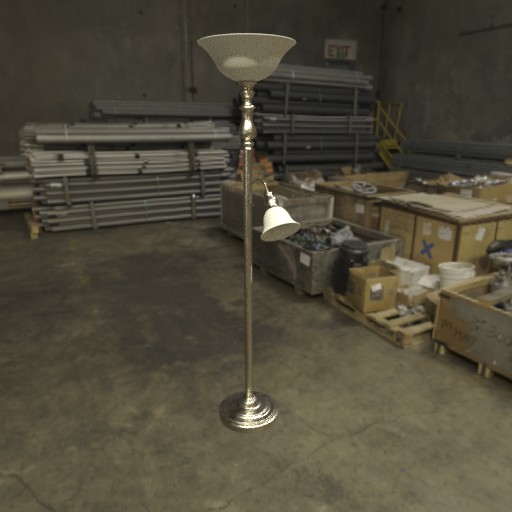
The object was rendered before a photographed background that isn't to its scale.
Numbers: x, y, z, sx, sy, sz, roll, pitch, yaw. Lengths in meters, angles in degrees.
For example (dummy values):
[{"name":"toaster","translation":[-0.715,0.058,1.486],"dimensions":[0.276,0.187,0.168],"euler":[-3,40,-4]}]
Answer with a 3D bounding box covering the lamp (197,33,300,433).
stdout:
[{"name":"lamp","translation":[0.000,0.000,2.008],"dimensions":[0.405,1.785,0.575],"euler":[-8,19,-25]}]
